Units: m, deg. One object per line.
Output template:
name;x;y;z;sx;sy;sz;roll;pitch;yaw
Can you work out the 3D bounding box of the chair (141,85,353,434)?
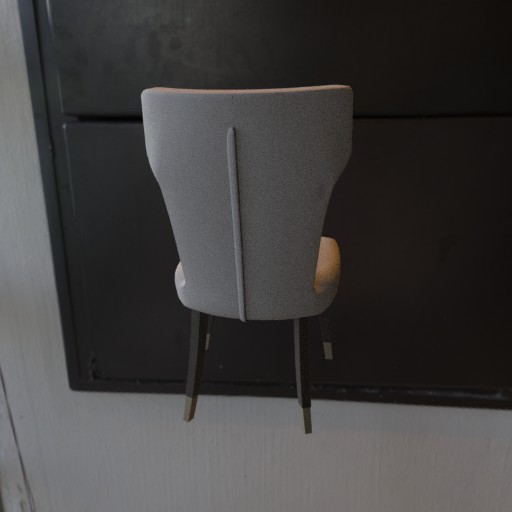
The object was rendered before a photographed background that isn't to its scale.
chair;0.000;0.000;1.363;0.526;0.950;0.630;3;17;8
